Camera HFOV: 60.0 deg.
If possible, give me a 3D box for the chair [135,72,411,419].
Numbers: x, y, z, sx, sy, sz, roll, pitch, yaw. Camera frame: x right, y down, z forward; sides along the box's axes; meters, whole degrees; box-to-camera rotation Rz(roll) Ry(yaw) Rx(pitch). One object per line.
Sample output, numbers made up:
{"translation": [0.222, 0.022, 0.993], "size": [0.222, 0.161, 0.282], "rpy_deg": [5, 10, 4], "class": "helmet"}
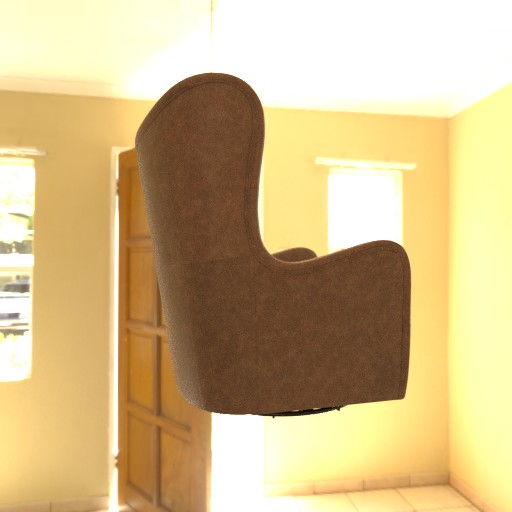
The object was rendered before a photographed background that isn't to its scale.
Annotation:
{"translation": [0.000, 0.000, 1.759], "size": [0.930, 1.079, 0.831], "rpy_deg": [0, -1, -18], "class": "chair"}
